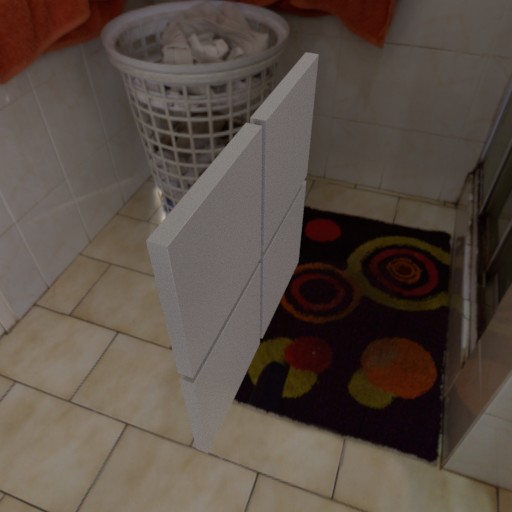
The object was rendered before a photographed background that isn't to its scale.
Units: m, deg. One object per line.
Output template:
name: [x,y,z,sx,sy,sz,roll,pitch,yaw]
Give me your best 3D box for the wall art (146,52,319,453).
wall art: [0.000,0.000,0.928,0.029,0.611,0.611,16,47,15]
